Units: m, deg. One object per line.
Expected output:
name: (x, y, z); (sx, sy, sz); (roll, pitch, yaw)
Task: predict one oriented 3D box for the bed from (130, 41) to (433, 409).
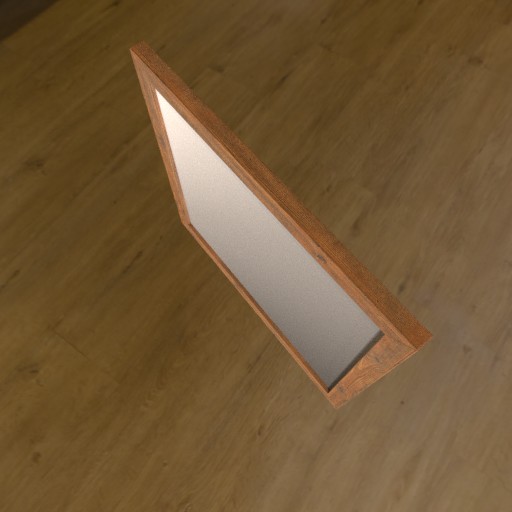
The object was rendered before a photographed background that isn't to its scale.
bed: (0.000, 0.000, 1.448); (0.046, 0.942, 1.046); (-35, 69, -16)
